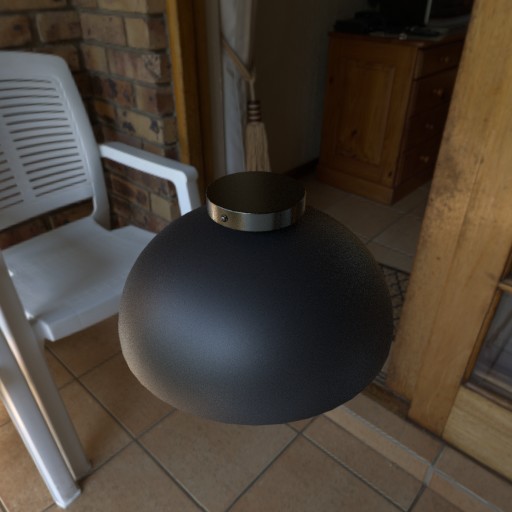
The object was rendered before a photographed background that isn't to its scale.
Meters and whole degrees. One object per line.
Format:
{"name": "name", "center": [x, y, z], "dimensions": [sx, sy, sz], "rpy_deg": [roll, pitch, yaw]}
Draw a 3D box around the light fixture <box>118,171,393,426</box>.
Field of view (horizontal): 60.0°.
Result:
{"name": "light fixture", "center": [0.000, 0.000, 0.547], "dimensions": [0.355, 0.177, 0.355], "rpy_deg": [0, 33, 0]}
